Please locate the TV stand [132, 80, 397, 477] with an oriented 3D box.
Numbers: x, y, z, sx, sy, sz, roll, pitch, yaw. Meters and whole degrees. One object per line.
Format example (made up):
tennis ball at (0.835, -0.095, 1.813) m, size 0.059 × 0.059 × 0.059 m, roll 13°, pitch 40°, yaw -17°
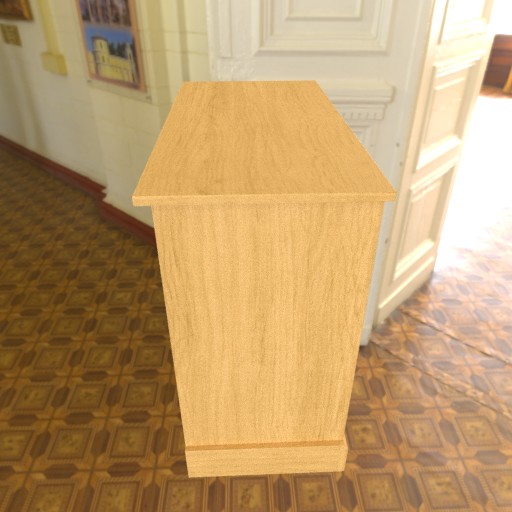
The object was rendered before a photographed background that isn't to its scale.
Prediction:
TV stand at (0.000, 0.000, 1.281) m, size 0.430 × 0.787 × 0.851 m, roll -1°, pitch 33°, yaw -2°
